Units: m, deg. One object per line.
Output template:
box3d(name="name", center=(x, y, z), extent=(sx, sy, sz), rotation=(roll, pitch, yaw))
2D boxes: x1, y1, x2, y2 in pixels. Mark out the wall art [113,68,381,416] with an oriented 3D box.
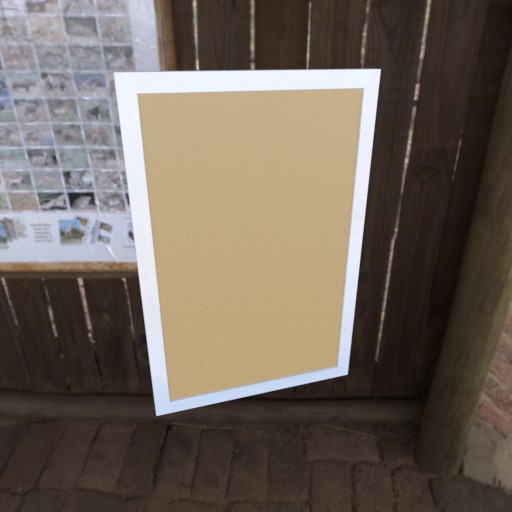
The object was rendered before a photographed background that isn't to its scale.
box3d(name="wall art", center=(0.000, 0.000, 1.183), extent=(0.612, 0.915, 0.039), rotation=(-7, 26, -16))
